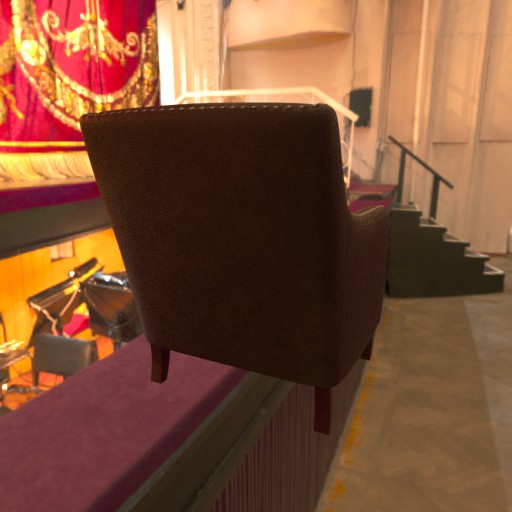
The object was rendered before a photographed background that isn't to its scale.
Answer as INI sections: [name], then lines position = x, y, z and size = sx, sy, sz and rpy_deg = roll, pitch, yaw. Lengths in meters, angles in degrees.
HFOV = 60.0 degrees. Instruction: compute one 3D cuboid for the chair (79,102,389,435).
[chair]
position = 0.000, 0.000, 1.308
size = 0.639, 0.813, 0.704
rpy_deg = 7, 16, 26
